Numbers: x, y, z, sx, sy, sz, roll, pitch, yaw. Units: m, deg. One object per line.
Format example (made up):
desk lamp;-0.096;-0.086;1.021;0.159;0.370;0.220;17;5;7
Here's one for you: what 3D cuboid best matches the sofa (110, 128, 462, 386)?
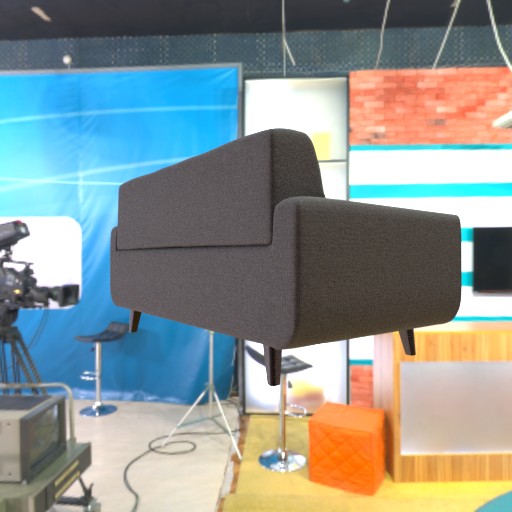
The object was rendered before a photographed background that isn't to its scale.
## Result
sofa;0.000;0.000;2.174;0.909;0.841;1.631;0;0;-36
